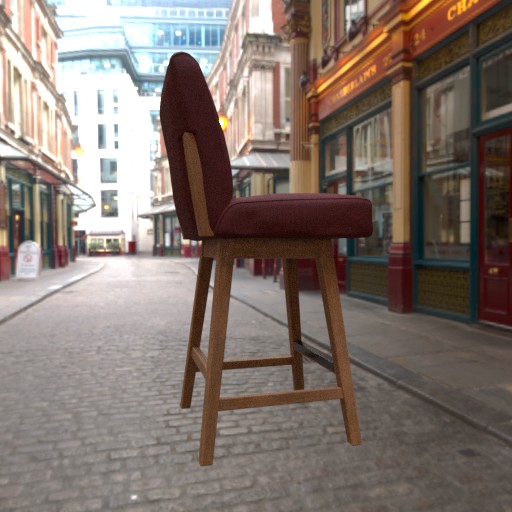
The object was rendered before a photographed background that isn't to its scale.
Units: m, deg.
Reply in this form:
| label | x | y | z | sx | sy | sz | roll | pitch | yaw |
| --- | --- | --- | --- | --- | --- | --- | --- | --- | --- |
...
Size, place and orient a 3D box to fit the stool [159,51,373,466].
| label | x | y | z | sx | sy | sz | roll | pitch | yaw |
| --- | --- | --- | --- | --- | --- | --- | --- | --- | --- |
| stool | 0.000 | 0.000 | 1.361 | 0.562 | 1.038 | 0.468 | 0 | 1 | -16 |
